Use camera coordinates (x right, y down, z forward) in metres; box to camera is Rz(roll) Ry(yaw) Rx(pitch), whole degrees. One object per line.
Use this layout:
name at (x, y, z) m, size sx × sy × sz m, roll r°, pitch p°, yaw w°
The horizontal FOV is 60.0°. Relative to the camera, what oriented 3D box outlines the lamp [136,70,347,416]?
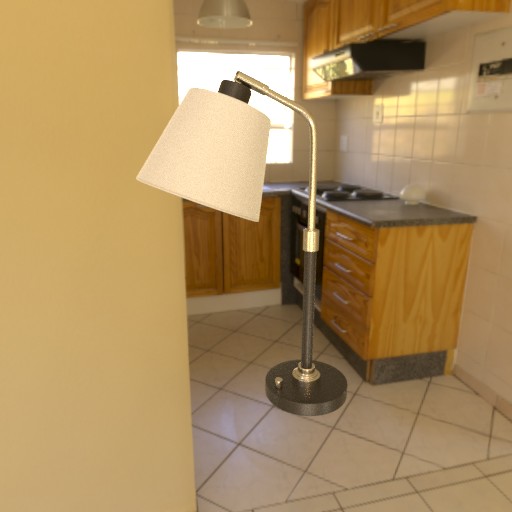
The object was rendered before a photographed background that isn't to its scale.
lamp at (0.000, 0.000, 0.695) m, size 0.348 × 0.539 × 0.181 m, roll -7°, pitch 18°, yaw -24°
